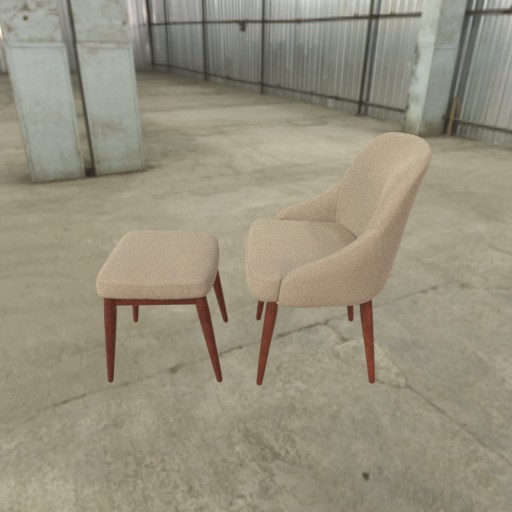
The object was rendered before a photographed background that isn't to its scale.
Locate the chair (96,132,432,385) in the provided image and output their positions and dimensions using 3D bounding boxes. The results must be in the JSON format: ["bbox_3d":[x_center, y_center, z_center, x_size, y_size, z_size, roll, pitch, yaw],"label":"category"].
[{"bbox_3d":[0.000,0.000,1.657,1.114,0.866,0.584,0,26,0],"label":"chair"}]
